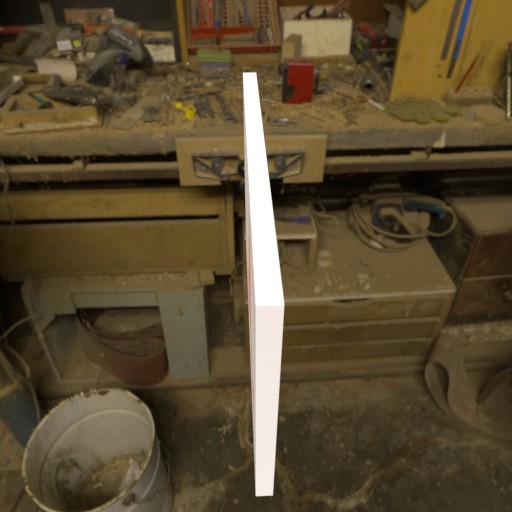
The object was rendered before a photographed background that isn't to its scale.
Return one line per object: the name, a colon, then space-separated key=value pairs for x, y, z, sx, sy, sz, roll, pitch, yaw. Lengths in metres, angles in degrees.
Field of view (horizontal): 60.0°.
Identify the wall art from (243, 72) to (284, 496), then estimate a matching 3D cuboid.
wall art: x=0.000 y=0.000 z=1.126 sx=0.038 sy=0.609 sz=0.914 roll=-2 pitch=40 yaw=-2
